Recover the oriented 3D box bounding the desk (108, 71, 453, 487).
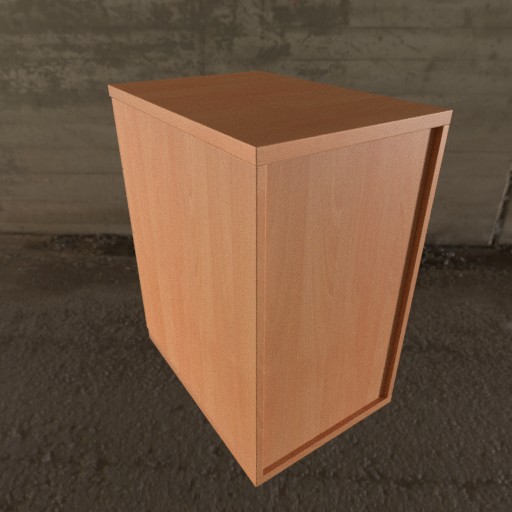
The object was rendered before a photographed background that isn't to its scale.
[{"bbox_3d":[0.000,0.000,1.053,0.404,0.730,0.600,-19,35,-29],"label":"desk"}]
